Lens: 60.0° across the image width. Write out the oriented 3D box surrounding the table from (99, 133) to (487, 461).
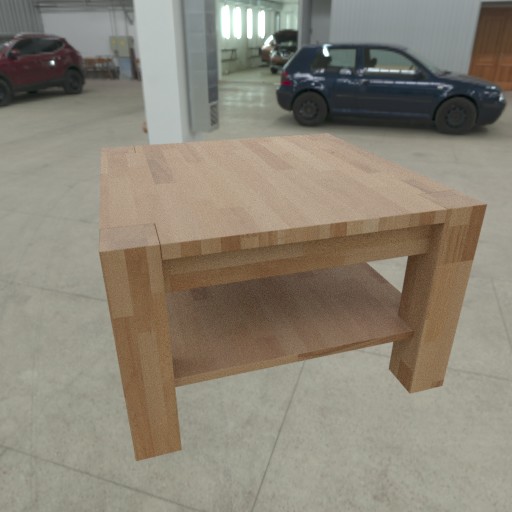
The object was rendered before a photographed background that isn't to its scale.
[{"bbox_3d":[0.000,0.000,1.145,0.700,0.451,0.700,-8,28,-15],"label":"table"}]
